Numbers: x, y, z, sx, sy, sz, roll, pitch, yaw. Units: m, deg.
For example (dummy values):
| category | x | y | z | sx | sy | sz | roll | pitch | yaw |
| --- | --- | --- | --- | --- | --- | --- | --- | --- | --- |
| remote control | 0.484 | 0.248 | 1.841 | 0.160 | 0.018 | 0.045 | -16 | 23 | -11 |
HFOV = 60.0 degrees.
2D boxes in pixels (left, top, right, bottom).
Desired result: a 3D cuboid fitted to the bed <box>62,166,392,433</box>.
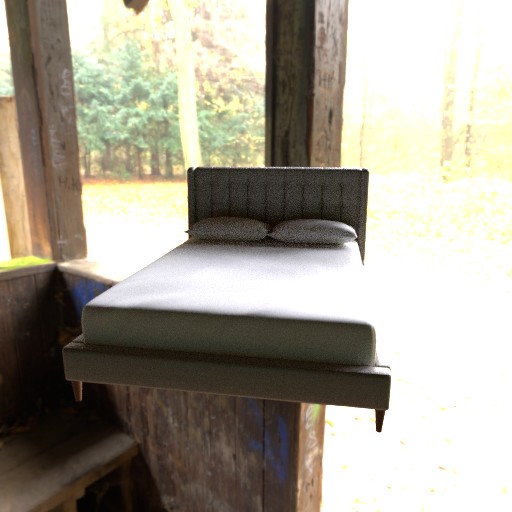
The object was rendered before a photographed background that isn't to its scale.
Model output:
| category | x | y | z | sx | sy | sz | roll | pitch | yaw |
| --- | --- | --- | --- | --- | --- | --- | --- | --- | --- |
| bed | 0.000 | 0.000 | 3.142 | 1.656 | 1.147 | 2.232 | 2 | 14 | 10 |
